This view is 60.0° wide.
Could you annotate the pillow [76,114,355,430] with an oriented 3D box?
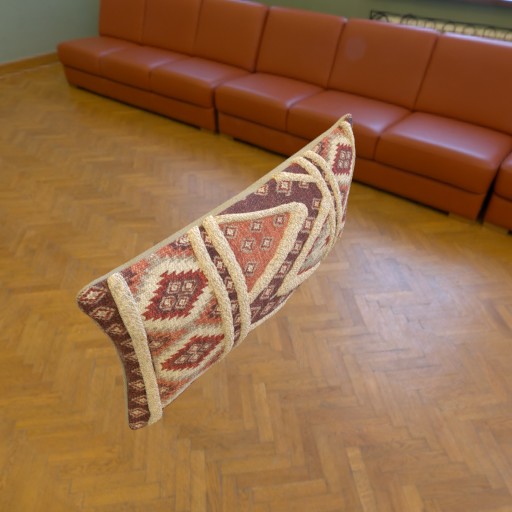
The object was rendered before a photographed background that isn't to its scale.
[{"bbox_3d":[0.000,0.000,0.734,0.161,0.295,0.608,26,46,28],"label":"pillow"}]
